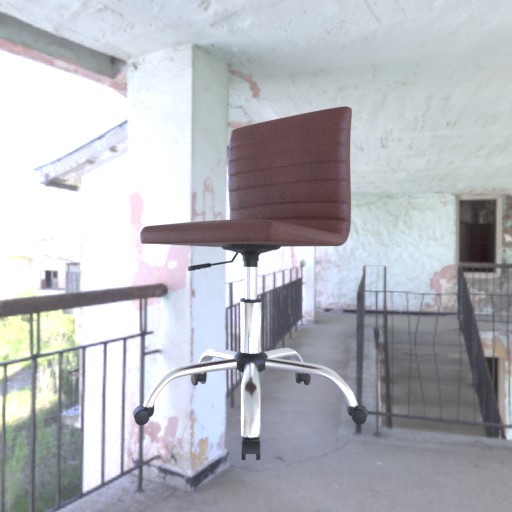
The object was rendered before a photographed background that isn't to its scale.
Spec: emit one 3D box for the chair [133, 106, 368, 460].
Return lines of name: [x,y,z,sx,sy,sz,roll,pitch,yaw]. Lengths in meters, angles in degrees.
chair: [0.000,0.000,1.139,0.556,0.780,0.530,0,1,36]
